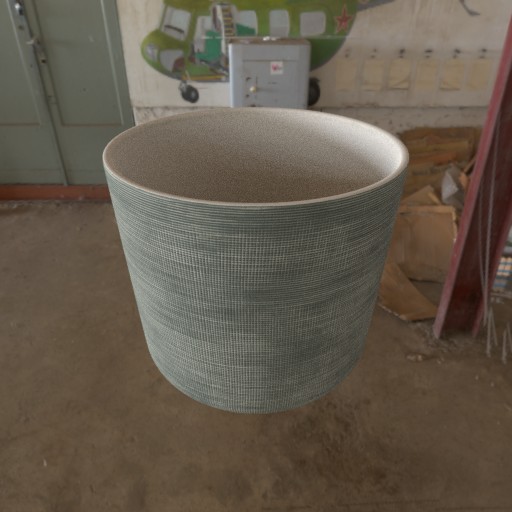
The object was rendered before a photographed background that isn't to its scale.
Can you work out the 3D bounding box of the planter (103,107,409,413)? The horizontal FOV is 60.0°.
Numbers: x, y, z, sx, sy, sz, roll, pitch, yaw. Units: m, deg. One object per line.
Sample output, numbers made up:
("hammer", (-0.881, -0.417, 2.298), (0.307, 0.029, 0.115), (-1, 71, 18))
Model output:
("planter", (0.000, 0.000, 0.765), (0.440, 0.398, 0.440), (0, 32, 0))
